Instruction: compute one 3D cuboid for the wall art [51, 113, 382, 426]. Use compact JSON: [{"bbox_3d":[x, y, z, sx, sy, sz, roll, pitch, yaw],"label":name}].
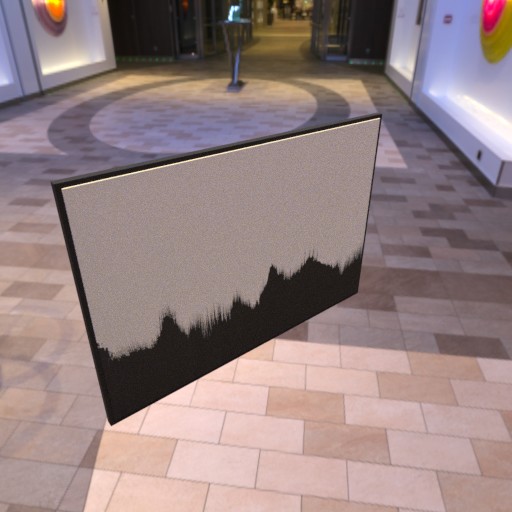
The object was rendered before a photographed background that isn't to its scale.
[{"bbox_3d":[0.000,0.000,1.531,1.190,0.805,0.028,-22,36,-33],"label":"wall art"}]
